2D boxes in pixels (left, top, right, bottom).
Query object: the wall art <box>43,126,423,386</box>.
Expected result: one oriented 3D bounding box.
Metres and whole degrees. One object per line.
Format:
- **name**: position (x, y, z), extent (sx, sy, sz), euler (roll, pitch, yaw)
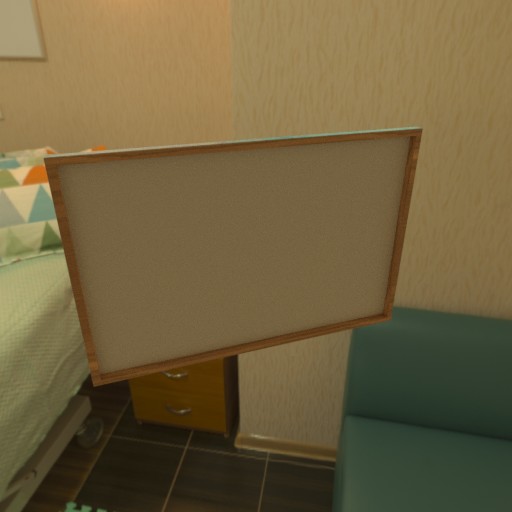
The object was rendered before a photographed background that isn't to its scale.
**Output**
- **wall art**: position (0.000, 0.000, 0.776), extent (0.604, 0.402, 0.018), euler (-9, 28, -17)
